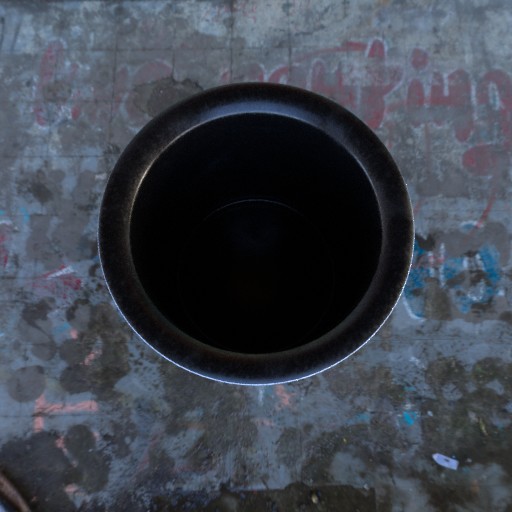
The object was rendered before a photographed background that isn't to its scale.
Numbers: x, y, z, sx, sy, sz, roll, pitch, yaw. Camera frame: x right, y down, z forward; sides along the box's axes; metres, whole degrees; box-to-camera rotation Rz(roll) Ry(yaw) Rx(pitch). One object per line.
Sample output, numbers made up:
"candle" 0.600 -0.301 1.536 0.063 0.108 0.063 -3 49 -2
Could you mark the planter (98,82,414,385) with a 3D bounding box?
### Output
"planter" 0.000 0.000 0.294 0.160 0.156 0.160 0 77 0
